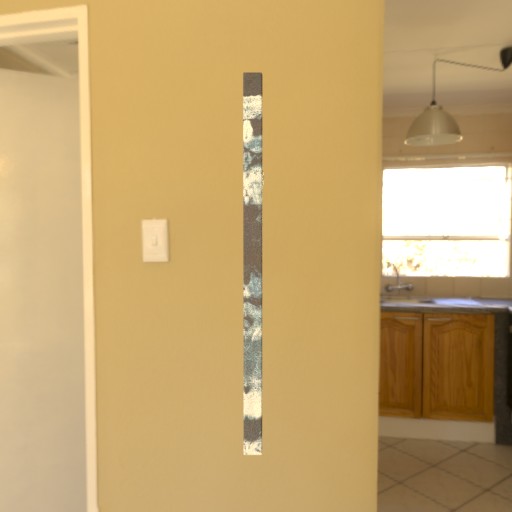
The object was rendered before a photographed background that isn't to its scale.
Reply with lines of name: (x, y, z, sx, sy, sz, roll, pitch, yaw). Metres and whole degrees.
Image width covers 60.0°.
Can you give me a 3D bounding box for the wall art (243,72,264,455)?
wall art: (0.000, 0.000, 1.931, 0.055, 1.017, 1.524, 0, 2, 0)
